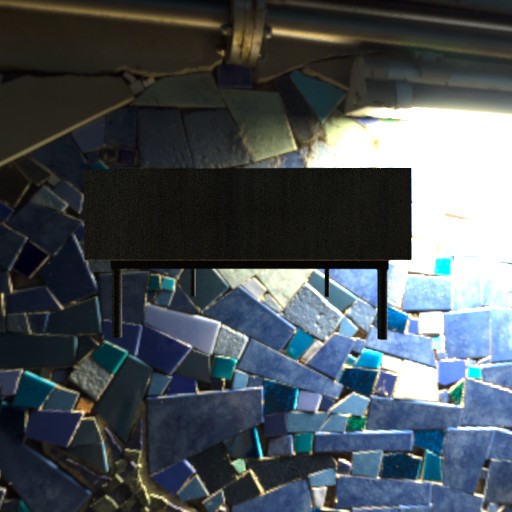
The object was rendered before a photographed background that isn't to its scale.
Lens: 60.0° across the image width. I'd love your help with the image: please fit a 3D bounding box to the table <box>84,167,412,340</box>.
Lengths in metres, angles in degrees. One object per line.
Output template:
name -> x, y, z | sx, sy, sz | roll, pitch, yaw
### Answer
table -> 0.000, 0.000, 1.405 | 0.643, 0.347, 1.088 | 0, 0, 2
